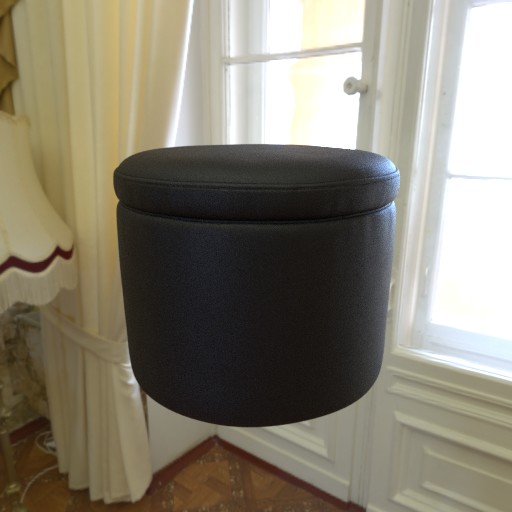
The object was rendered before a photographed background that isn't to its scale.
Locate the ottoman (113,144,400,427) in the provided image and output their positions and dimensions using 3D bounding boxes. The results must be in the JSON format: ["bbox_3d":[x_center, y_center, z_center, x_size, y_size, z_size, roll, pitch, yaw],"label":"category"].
[{"bbox_3d":[0.000,0.000,0.852,0.501,0.409,0.501,0,17,0],"label":"ottoman"}]
